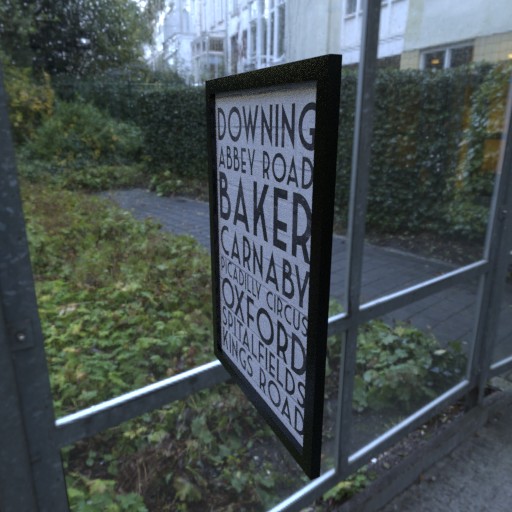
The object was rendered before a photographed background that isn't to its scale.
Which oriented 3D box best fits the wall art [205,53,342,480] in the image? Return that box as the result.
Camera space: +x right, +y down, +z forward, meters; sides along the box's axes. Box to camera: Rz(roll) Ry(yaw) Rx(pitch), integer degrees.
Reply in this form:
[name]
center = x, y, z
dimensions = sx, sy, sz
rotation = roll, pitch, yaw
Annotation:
[wall art]
center = 0.000, 0.000, 0.847
dimensions = 0.019, 0.656, 0.462
rotation = -8, 19, -24
